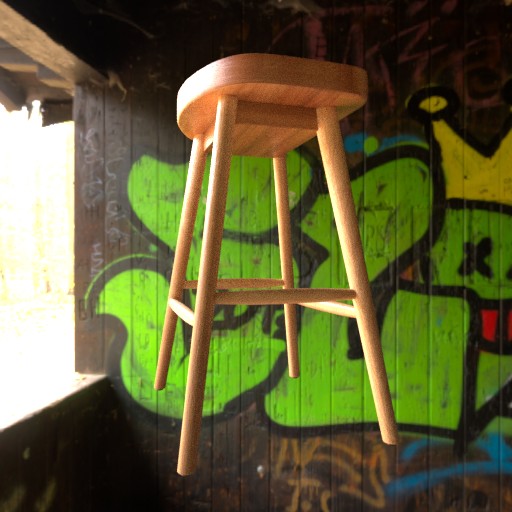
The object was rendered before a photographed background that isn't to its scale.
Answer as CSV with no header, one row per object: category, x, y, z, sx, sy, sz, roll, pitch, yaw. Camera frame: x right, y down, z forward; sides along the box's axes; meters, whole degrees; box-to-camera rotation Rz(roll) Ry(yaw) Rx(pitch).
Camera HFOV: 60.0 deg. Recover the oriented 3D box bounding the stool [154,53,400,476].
stool,0.000,0.000,0.873,0.361,0.615,0.440,0,0,-17
